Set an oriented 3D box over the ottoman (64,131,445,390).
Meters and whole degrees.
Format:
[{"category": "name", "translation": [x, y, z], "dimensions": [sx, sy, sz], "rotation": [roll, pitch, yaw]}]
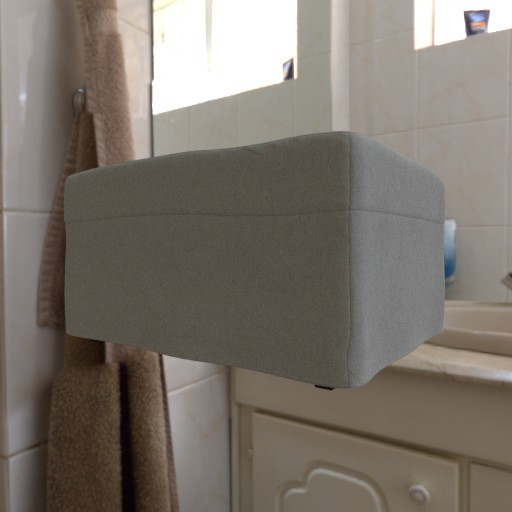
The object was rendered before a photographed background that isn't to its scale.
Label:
[{"category": "ottoman", "translation": [0.000, 0.000, 1.197], "dimensions": [0.833, 0.461, 0.648], "rotation": [1, 1, 35]}]
